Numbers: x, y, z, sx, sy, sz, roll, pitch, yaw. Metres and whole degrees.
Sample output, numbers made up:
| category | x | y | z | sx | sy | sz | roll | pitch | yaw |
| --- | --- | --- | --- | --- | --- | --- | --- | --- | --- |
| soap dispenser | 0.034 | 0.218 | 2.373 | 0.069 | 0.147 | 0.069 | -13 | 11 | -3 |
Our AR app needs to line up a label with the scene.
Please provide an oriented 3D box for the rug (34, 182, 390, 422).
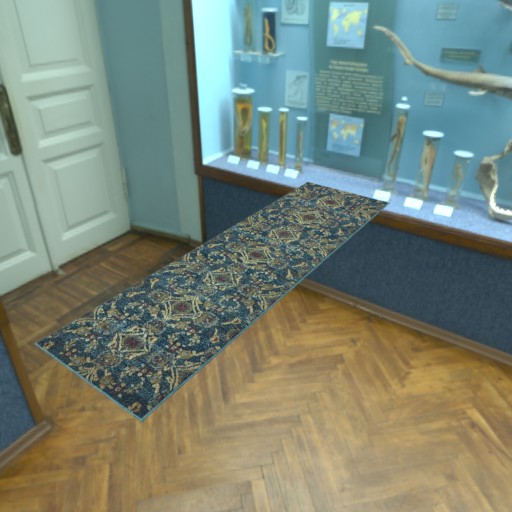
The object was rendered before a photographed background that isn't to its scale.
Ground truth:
| category | x | y | z | sx | sy | sz | roll | pitch | yaw |
| --- | --- | --- | --- | --- | --- | --- | --- | --- | --- |
| rug | 0.000 | 0.000 | 2.520 | 0.685 | 0.014 | 2.292 | 21 | 37 | 30 |
